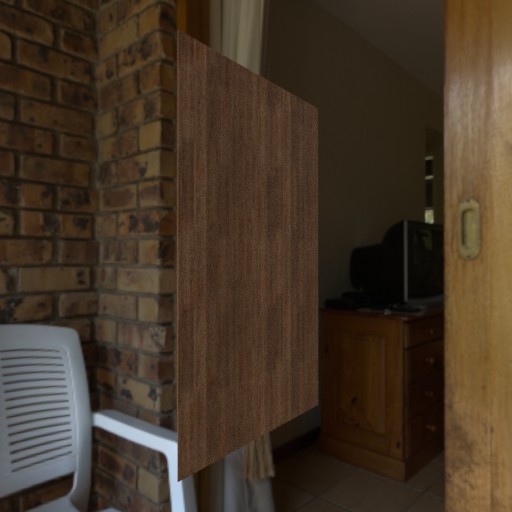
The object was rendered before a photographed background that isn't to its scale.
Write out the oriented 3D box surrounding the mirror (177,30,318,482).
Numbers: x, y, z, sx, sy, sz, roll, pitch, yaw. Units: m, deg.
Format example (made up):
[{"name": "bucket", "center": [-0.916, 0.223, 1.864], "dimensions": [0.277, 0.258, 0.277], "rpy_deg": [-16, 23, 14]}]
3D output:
[{"name": "mirror", "center": [0.000, 0.000, 1.264], "dimensions": [0.047, 1.010, 0.651], "rpy_deg": [0, 0, 36]}]
